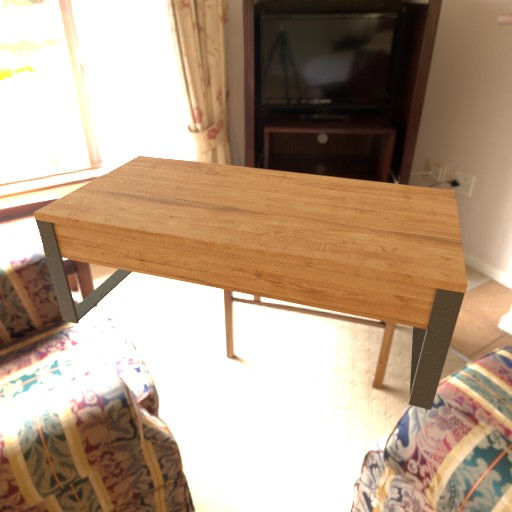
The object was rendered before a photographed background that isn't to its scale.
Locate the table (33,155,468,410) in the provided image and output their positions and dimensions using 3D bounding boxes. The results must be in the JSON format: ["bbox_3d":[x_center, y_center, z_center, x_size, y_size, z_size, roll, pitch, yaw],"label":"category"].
[{"bbox_3d":[0.000,0.000,1.478,1.180,0.400,0.590,10,32,16],"label":"table"}]
